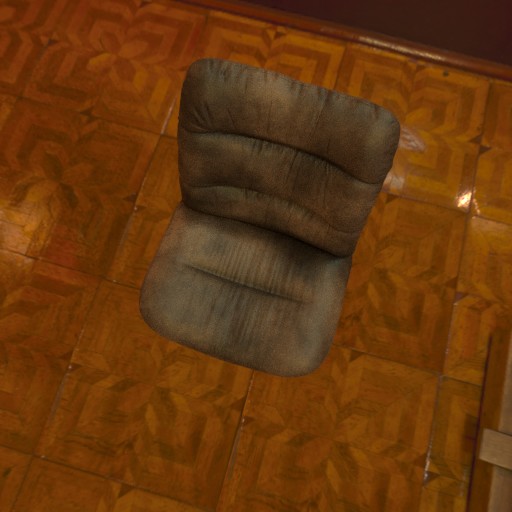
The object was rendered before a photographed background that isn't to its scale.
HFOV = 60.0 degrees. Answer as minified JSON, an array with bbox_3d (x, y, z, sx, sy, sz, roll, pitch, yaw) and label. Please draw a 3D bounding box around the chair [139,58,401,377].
[{"bbox_3d":[0.000,0.000,1.293,0.549,0.870,0.622,17,74,5],"label":"chair"}]
